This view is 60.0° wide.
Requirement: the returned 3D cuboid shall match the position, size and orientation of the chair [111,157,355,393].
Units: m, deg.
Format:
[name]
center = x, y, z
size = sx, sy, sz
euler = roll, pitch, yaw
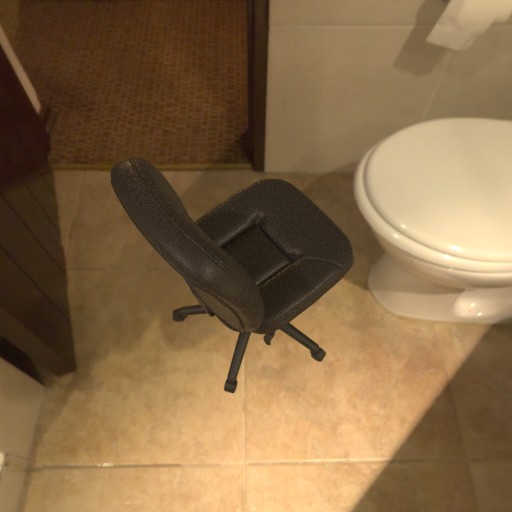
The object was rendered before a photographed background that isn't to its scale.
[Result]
[chair]
center = 0.000, 0.000, 1.450
size = 0.646, 0.959, 0.647
euler = -34, 65, -18
